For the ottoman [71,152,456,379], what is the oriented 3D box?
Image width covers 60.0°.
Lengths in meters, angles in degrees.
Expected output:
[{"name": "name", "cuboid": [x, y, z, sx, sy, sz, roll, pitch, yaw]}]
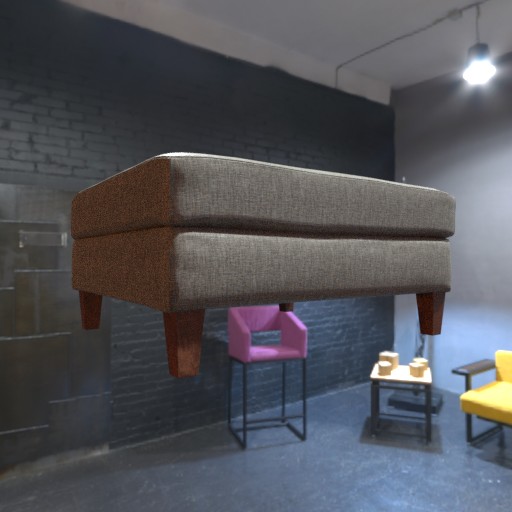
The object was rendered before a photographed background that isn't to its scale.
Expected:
[{"name": "ottoman", "cuboid": [0.000, 0.000, 1.452, 0.994, 0.492, 0.839, 0, 0, -35]}]
